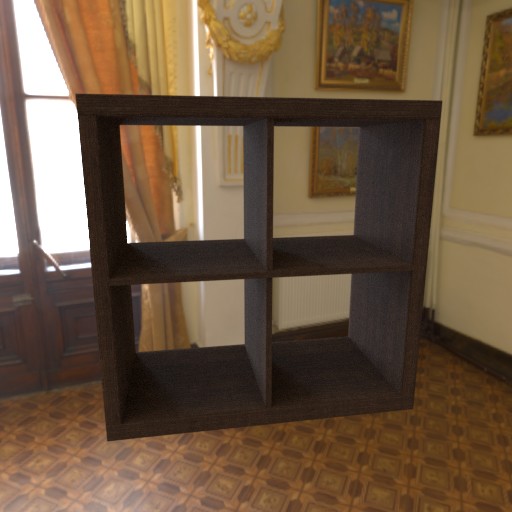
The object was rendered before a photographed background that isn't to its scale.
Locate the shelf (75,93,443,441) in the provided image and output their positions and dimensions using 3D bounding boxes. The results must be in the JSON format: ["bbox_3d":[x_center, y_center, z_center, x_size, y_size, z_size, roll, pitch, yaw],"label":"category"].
[{"bbox_3d":[0.000,0.000,1.219,0.790,0.786,0.390,-2,14,-10],"label":"shelf"}]
